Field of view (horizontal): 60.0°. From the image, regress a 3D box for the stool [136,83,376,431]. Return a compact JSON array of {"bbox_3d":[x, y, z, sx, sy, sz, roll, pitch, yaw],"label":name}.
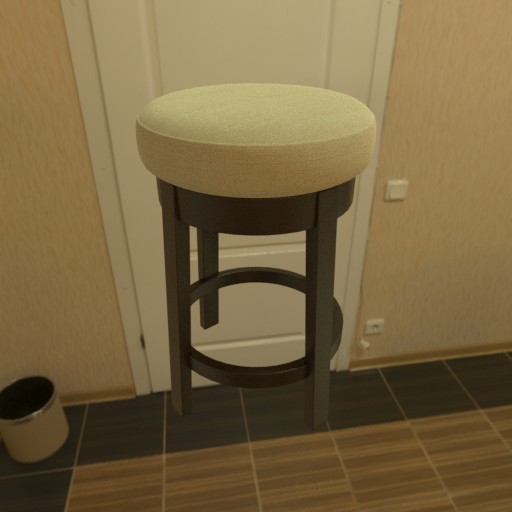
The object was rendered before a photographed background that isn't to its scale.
[{"bbox_3d":[0.000,0.000,0.949,0.449,0.655,0.449,0,30,0],"label":"stool"}]
